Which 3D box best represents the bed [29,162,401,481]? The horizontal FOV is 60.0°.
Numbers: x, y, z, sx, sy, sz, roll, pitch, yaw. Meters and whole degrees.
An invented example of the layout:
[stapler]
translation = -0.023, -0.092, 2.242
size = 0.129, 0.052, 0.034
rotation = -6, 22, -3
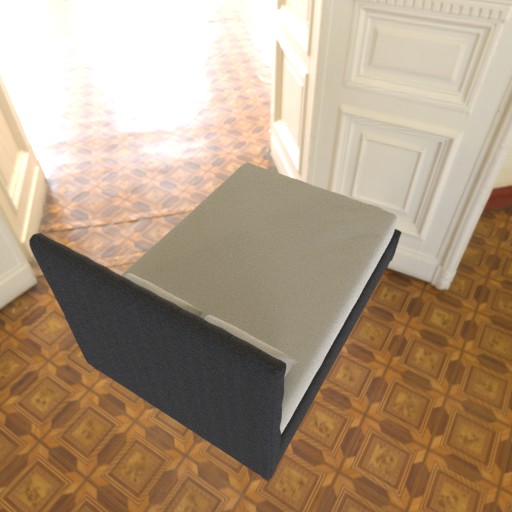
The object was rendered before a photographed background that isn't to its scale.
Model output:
[bed]
translation = 0.000, 0.000, 3.451
size = 1.698, 1.427, 2.387
rotation = 24, 50, 21
